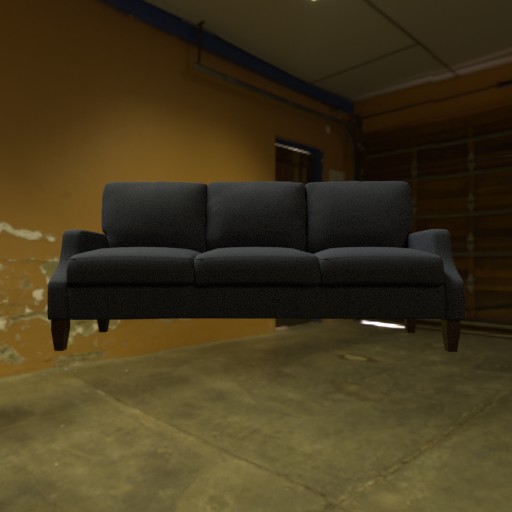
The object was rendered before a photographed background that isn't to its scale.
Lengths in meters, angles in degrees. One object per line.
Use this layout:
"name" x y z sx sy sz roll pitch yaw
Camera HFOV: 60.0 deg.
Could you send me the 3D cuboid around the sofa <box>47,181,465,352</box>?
"sofa" 0.000 0.000 2.639 2.115 0.984 0.888 0 -1 1
